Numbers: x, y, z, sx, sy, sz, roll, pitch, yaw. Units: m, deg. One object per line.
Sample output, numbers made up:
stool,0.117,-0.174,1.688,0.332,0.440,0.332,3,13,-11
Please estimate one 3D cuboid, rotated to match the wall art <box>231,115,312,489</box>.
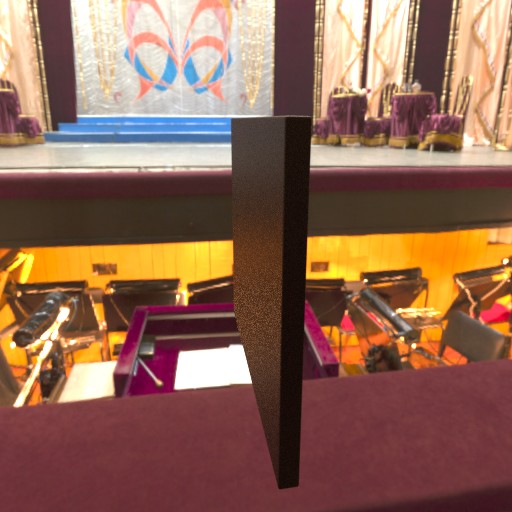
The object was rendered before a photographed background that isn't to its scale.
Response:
wall art,0.000,0.000,0.765,0.031,0.457,0.558,-3,17,-8
